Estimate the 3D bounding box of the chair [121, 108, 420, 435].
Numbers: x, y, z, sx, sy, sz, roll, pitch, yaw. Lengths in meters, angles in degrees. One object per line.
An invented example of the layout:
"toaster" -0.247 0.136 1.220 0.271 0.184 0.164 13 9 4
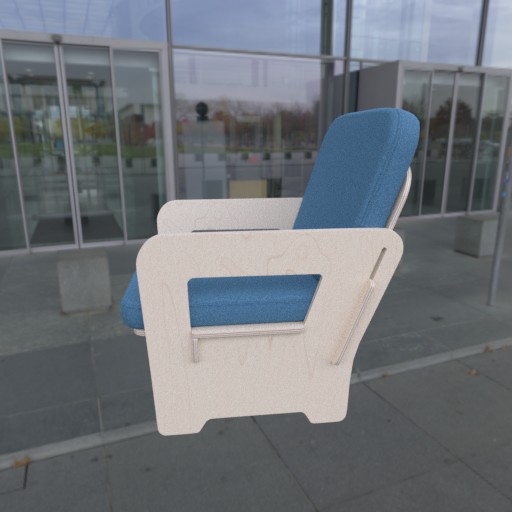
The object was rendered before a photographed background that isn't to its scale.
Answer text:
"chair" 0.000 0.000 1.191 0.657 0.747 0.547 -2 15 -7
